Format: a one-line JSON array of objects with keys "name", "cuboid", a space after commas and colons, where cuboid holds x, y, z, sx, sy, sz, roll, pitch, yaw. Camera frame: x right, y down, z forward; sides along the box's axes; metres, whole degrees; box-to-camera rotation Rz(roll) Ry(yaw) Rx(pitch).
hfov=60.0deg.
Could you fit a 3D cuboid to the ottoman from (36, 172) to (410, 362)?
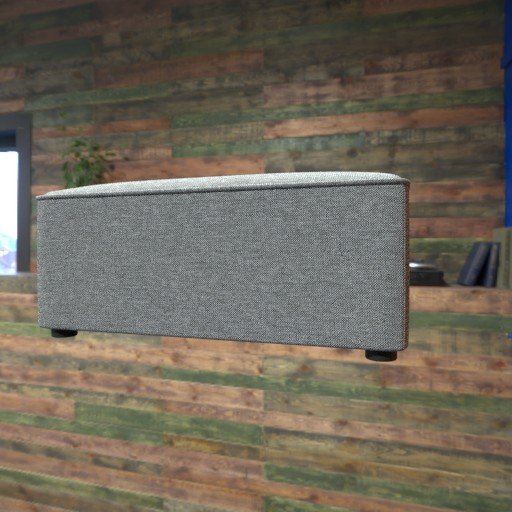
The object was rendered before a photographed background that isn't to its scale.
[{"name": "ottoman", "cuboid": [0.000, 0.000, 1.556, 1.005, 0.455, 1.005, 0, 1, 18]}]
